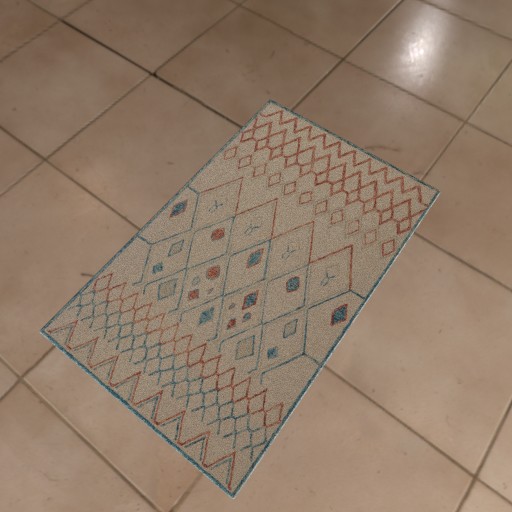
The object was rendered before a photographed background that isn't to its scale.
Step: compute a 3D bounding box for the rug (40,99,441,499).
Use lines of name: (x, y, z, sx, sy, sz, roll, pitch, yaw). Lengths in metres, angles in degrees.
rug: (0.000, 0.000, 2.972, 1.524, 0.015, 2.438, 34, 68, 16)
